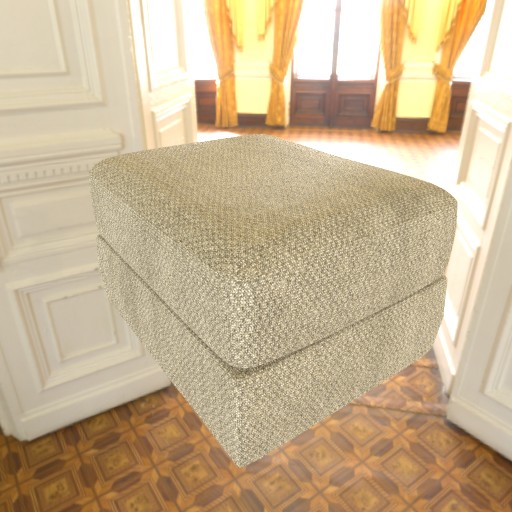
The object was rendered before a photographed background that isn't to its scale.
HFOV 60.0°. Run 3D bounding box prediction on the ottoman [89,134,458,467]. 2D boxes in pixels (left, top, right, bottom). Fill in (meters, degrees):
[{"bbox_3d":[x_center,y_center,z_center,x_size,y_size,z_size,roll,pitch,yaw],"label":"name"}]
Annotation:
[{"bbox_3d":[0.000,0.000,1.125,0.603,0.476,0.751,-18,33,-31],"label":"ottoman"}]
